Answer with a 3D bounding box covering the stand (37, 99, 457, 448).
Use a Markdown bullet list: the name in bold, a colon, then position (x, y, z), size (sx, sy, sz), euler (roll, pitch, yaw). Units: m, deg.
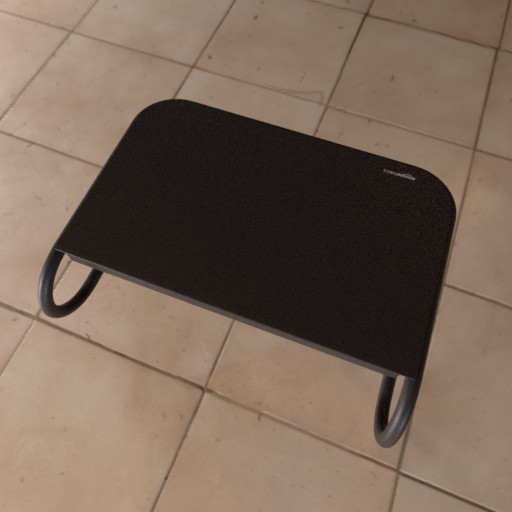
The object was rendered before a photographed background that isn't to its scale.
- **stand**: position (0.000, 0.000, 0.487), size (0.370, 0.108, 0.280), euler (19, 66, 9)
